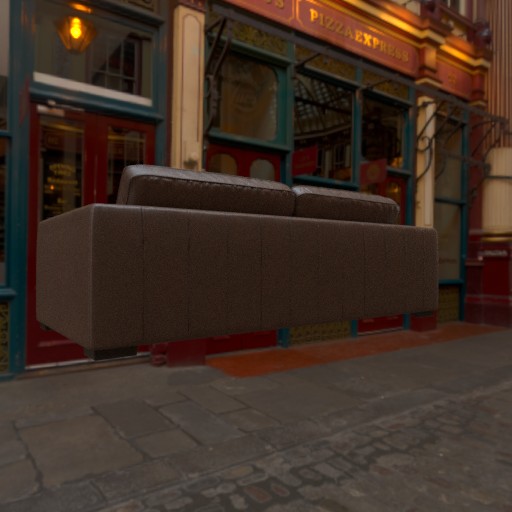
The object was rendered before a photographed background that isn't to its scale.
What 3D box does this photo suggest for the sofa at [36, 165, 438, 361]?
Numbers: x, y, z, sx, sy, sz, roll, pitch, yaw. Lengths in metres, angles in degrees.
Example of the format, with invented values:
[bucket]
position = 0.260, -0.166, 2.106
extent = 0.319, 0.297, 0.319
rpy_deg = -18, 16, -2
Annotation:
[sofa]
position = 0.000, 0.000, 2.691
extent = 2.262, 0.801, 1.070
rpy_deg = 0, -1, -36
